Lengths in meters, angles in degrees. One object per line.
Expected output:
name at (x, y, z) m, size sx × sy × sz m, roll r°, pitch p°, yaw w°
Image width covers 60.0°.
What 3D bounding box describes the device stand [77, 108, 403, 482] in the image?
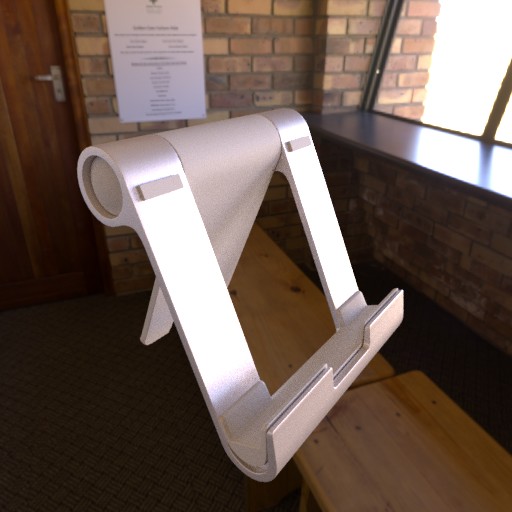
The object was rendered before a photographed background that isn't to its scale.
device stand at (0.000, 0.000, 0.150) m, size 0.079 × 0.084 × 0.086 m, roll 19°, pitch 32°, yaw 33°
